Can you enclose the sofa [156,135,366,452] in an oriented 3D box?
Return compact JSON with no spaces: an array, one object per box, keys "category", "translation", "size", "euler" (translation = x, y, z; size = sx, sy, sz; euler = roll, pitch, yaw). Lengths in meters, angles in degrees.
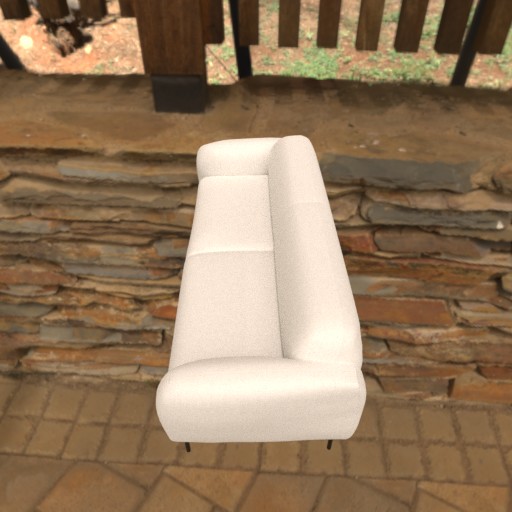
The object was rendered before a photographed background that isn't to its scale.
[{"category":"sofa","translation":[0.000,0.000,2.690],"size":[0.880,0.780,2.257],"euler":[-1,40,-1]}]
